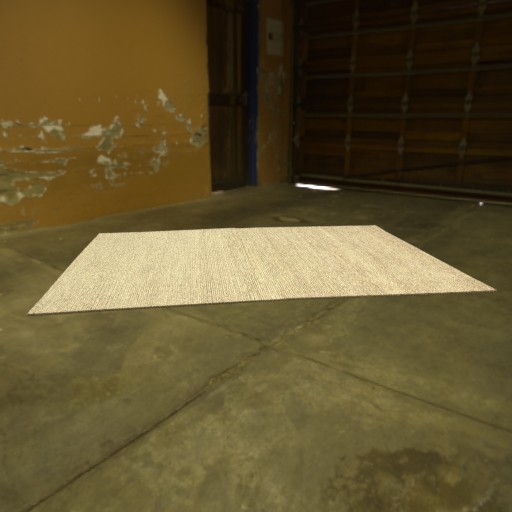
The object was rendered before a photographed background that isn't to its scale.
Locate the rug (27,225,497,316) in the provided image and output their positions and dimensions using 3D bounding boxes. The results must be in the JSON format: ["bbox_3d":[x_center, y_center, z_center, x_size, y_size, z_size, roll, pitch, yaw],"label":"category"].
[{"bbox_3d":[0.000,0.000,2.940,2.342,0.030,1.609,-2,16,-7],"label":"rug"}]
